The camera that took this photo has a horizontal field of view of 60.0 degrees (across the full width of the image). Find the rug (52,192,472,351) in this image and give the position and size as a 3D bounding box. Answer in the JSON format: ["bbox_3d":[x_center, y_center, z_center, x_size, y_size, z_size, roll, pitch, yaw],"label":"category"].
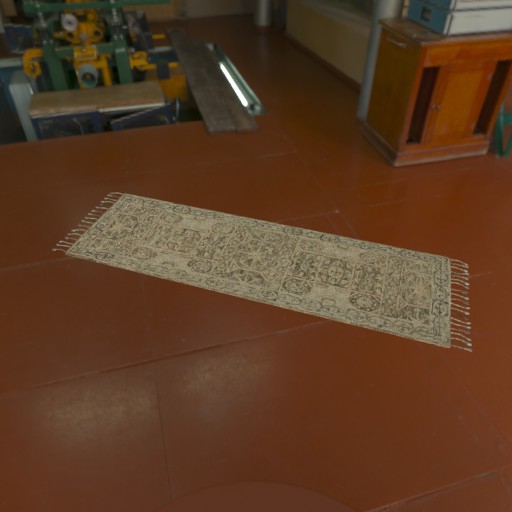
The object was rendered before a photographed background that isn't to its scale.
[{"bbox_3d":[0.000,0.000,2.930,2.664,0.011,0.762,12,43,14],"label":"rug"}]
